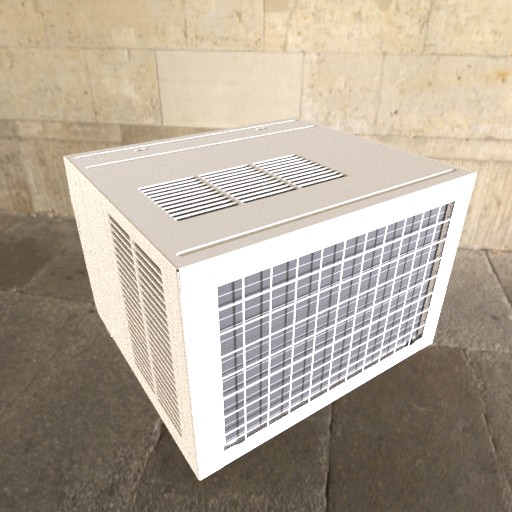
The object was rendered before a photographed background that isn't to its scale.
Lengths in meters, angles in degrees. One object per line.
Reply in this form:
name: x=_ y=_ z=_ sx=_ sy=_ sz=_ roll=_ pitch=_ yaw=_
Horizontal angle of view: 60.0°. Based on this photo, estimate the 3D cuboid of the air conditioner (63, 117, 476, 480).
air conditioner: x=0.000 y=0.000 z=1.038 sx=0.645 sy=0.455 sz=0.599 roll=-19 pitch=35 yaw=-29
